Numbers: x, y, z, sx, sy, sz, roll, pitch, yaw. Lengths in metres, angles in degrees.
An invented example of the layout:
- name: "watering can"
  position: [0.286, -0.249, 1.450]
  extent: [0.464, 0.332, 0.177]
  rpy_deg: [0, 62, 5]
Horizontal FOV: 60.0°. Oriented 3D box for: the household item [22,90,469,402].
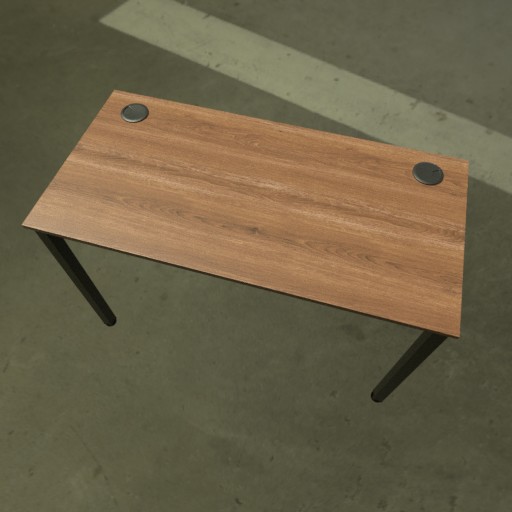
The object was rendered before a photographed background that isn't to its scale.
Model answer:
- name: "household item"
  position: [0.000, 0.000, 1.625]
  extent: [1.200, 0.750, 0.600]
  rpy_deg: [14, 60, 8]
